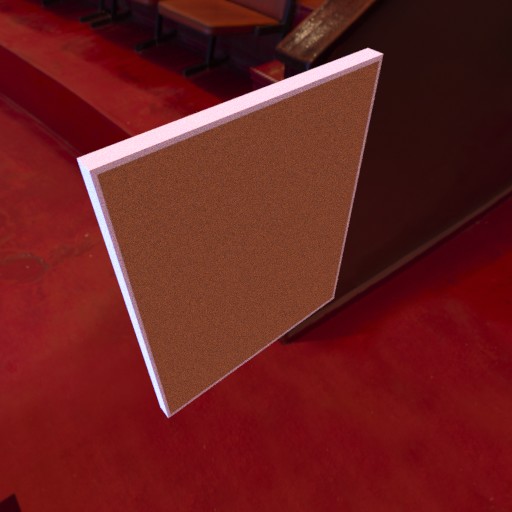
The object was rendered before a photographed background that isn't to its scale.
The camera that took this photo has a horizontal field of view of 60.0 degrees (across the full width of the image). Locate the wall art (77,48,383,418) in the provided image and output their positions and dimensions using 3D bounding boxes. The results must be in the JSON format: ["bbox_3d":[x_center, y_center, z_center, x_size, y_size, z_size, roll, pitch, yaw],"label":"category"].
[{"bbox_3d":[0.000,0.000,0.730,0.443,0.549,0.030,-31,53,-27],"label":"wall art"}]
